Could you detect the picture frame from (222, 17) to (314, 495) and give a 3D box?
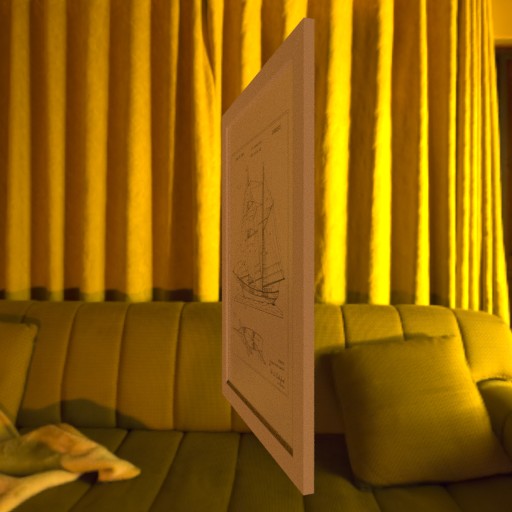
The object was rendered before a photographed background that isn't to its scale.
[{"bbox_3d":[0.000,0.000,0.582,0.011,0.459,0.326,0,0,-18],"label":"picture frame"}]
